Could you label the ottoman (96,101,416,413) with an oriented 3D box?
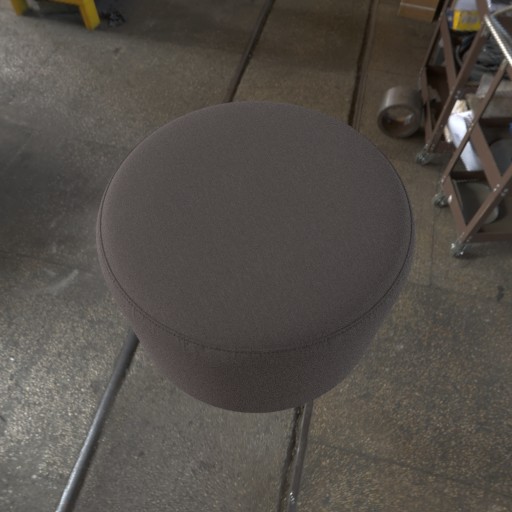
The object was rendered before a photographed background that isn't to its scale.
[{"bbox_3d":[0.000,0.000,0.987,0.608,0.433,0.608,0,58,0],"label":"ottoman"}]
